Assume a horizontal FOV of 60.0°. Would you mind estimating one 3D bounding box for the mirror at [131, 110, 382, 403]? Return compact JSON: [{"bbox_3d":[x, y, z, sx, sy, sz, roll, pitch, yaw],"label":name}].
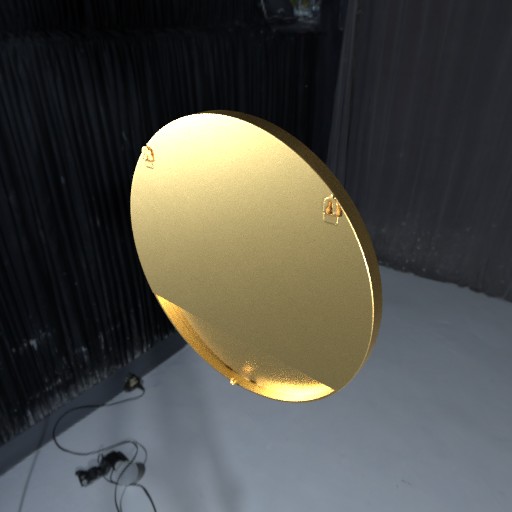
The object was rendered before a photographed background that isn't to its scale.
[{"bbox_3d":[0.000,0.000,0.703,0.457,0.457,0.133,22,36,33],"label":"mirror"}]
